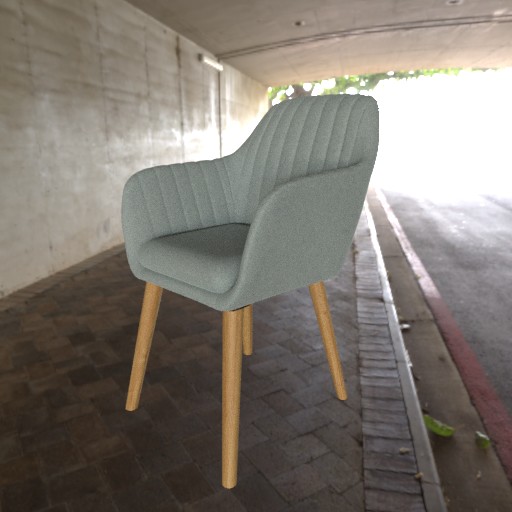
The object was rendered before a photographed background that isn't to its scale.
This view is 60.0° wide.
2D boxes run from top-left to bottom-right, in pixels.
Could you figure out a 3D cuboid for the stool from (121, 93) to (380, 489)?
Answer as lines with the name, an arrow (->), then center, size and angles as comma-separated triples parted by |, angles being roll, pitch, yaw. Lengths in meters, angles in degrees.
stool -> 0.000, 0.000, 1.161 | 0.503, 0.830, 0.590 | 14, 21, 42
